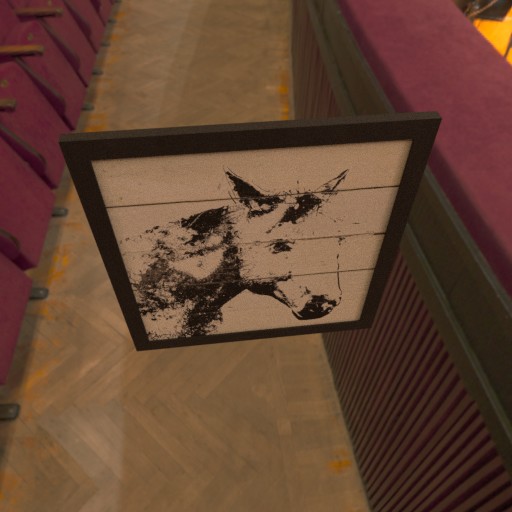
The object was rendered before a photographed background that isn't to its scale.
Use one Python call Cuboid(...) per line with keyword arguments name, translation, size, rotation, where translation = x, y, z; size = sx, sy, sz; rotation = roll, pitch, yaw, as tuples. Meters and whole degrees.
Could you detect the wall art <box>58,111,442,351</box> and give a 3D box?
Cuboid(name="wall art", translation=(0.000, 0.000, 1.549), size=(1.016, 1.016, 0.038), rotation=(-5, 47, -4))
